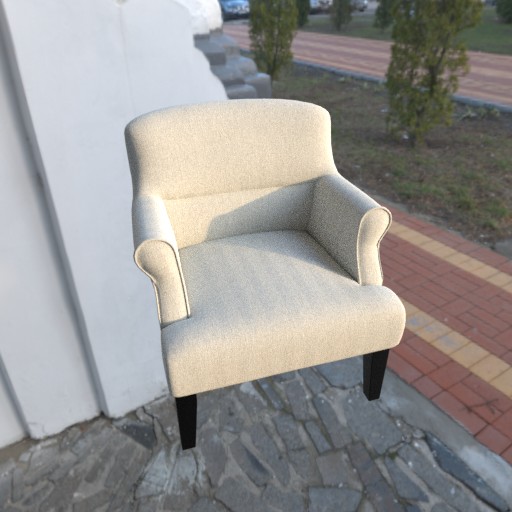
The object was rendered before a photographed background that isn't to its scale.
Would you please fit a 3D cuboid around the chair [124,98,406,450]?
[{"bbox_3d":[0.000,0.000,1.491,0.781,0.875,0.750,-9,32,-15],"label":"chair"}]
